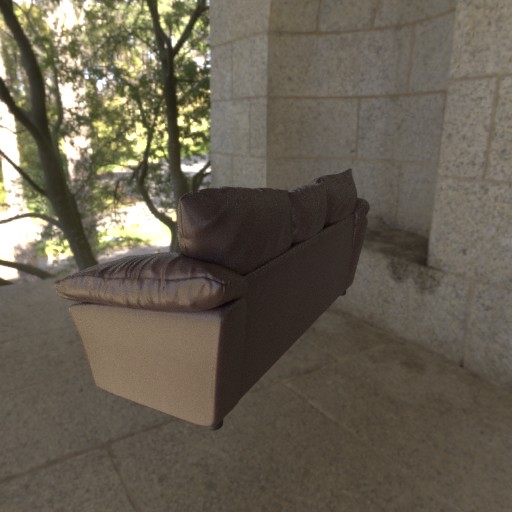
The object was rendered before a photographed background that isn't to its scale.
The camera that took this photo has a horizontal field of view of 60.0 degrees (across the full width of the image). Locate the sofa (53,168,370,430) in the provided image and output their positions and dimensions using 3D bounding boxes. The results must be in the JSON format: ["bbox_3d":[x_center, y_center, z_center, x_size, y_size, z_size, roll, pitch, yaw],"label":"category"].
[{"bbox_3d":[0.000,0.000,2.822,0.907,1.091,2.390,8,18,27],"label":"sofa"}]
